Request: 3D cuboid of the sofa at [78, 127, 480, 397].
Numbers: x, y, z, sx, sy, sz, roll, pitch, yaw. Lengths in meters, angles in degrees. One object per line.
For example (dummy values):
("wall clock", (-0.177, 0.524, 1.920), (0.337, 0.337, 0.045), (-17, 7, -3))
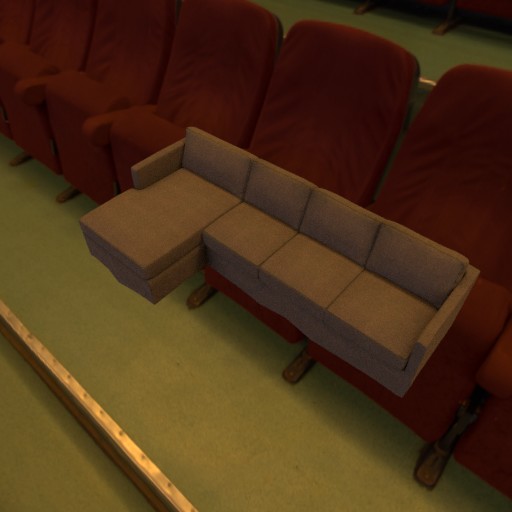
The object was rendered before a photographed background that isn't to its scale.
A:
("sofa", (0.000, 0.000, 3.914), (3.205, 0.922, 1.650), (32, 54, 27))
